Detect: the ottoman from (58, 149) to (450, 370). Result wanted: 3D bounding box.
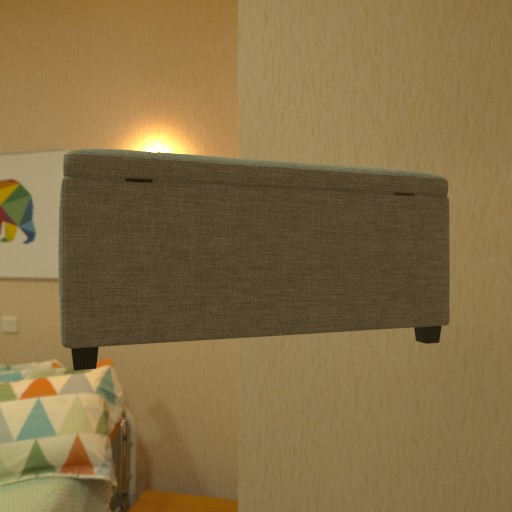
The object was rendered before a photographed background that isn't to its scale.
[{"bbox_3d":[0.000,0.000,1.136,0.902,0.432,0.419,0,0,-19],"label":"ottoman"}]
